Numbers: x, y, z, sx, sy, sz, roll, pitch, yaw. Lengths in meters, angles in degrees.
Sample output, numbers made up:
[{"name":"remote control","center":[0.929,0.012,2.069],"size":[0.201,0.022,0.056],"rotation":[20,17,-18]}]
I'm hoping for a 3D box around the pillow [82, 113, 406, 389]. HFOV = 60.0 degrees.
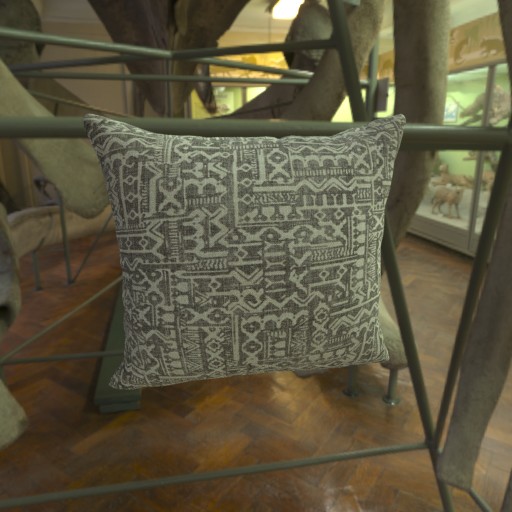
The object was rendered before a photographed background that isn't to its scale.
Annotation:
[{"name":"pillow","center":[0.000,0.000,0.794],"size":[0.546,0.487,0.180],"rotation":[-3,16,-9]}]
